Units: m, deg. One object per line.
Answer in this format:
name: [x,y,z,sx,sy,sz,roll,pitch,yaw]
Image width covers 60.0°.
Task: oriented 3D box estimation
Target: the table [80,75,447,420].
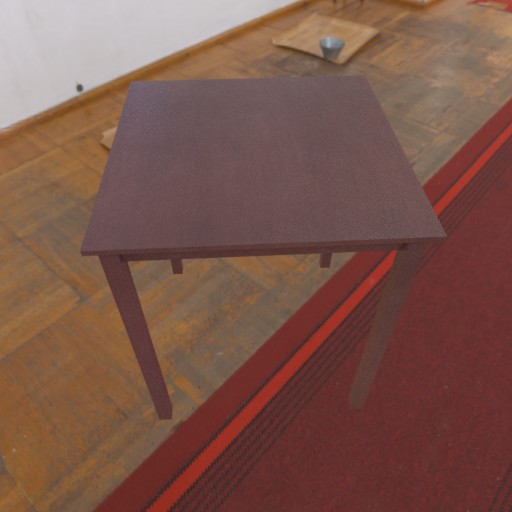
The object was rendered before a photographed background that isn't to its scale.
table: [0.000,0.000,1.692,0.861,0.991,0.861,-2,47,-2]
